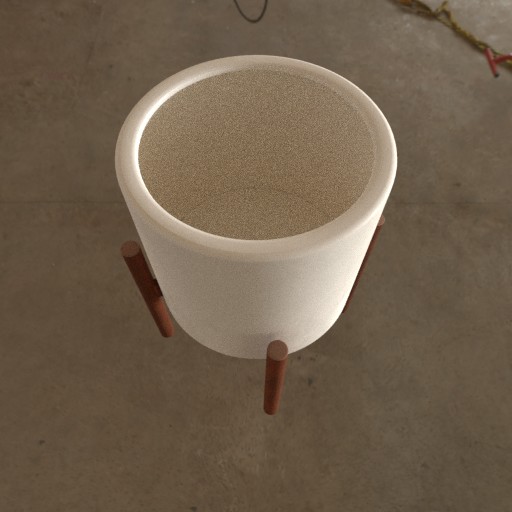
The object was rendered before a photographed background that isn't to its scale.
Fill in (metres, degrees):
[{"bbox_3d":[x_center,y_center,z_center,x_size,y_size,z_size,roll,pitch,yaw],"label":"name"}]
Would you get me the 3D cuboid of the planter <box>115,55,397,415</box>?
[{"bbox_3d":[0.000,0.000,0.506,0.224,0.358,0.224,32,64,18],"label":"planter"}]
